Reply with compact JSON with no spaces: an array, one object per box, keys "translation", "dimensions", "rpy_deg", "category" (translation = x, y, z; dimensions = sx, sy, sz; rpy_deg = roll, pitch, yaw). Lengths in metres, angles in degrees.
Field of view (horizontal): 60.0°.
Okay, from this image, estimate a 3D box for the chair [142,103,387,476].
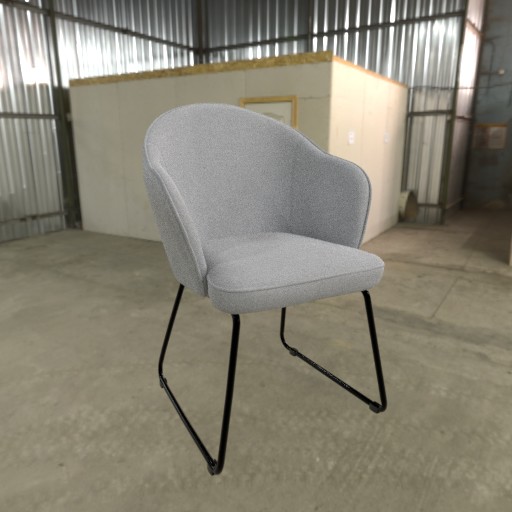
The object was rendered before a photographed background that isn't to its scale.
[{"translation":[0.000,0.000,1.203],"dimensions":[0.570,0.817,0.592],"rpy_deg":[-8,18,-28],"category":"chair"}]
